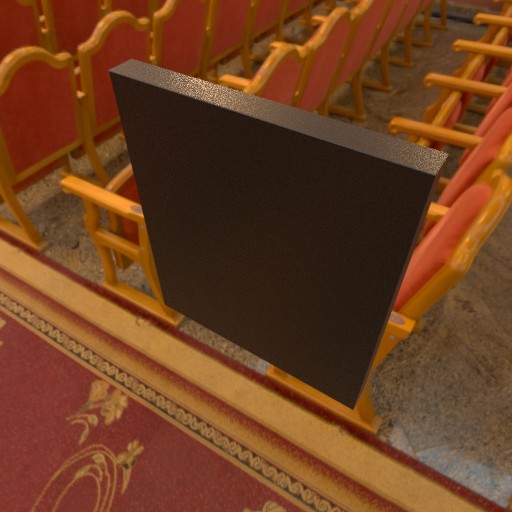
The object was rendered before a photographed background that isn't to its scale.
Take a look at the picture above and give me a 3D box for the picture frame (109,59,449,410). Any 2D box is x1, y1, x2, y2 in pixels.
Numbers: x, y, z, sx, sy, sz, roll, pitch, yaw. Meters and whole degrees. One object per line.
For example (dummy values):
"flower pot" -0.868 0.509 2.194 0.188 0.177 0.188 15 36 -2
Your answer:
"picture frame" 0.000 0.000 0.526 0.328 0.378 0.034 25 51 22
